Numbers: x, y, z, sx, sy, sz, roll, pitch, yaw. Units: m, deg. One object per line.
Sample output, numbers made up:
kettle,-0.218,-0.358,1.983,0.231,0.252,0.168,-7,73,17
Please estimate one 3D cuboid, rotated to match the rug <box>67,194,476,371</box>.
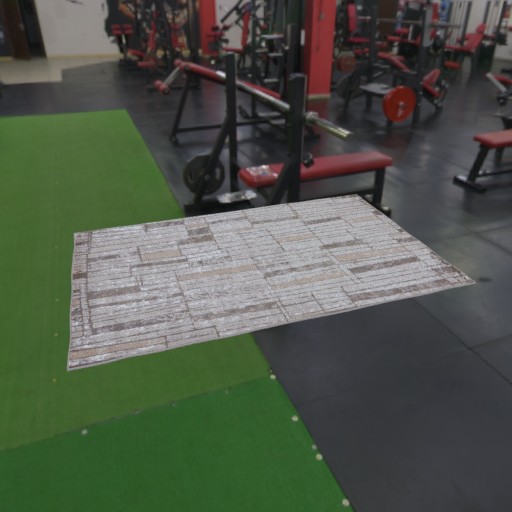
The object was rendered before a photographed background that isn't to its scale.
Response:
rug,0.000,0.000,3.105,2.444,0.023,1.531,-10,32,-16
